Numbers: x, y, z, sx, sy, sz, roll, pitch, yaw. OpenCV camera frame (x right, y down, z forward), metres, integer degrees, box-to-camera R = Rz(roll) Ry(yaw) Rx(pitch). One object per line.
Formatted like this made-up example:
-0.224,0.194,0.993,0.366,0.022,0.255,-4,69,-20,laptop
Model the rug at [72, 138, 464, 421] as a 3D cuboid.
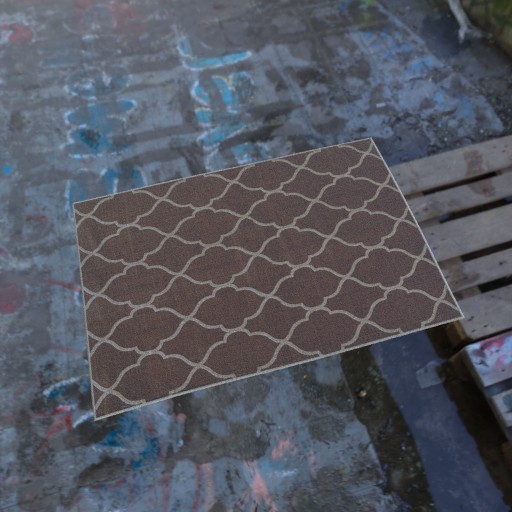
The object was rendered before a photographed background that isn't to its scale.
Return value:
0.000,0.000,2.952,2.294,0.014,1.528,-14,63,-7,rug
